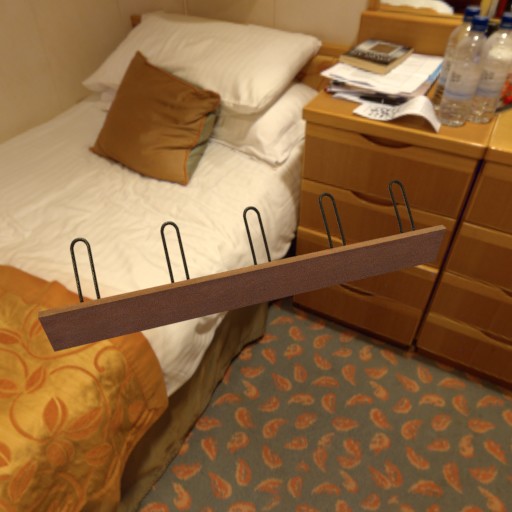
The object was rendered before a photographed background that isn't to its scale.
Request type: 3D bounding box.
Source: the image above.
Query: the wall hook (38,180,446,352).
[{"bbox_3d":[0.000,0.000,0.611,0.554,0.116,0.076,-12,42,-13],"label":"wall hook"}]
